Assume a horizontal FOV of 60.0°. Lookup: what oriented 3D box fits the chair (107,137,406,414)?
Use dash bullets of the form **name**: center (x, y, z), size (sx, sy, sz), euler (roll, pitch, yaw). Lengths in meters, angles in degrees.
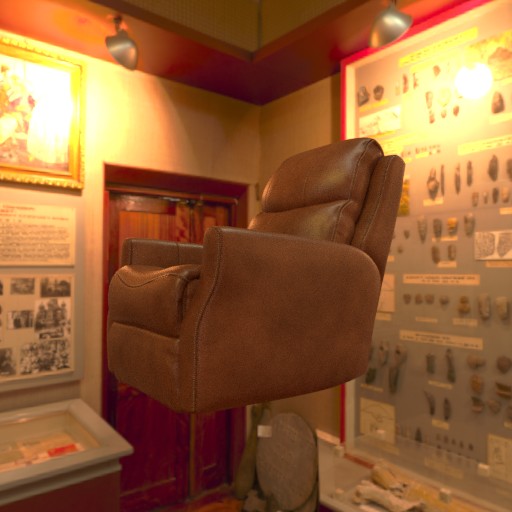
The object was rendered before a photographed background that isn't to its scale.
- **chair**: center (0.000, 0.000, 1.809), size (1.072, 1.016, 0.821), euler (1, -2, -38)
